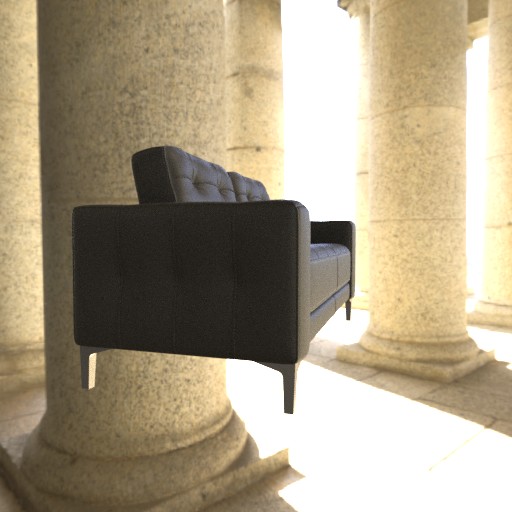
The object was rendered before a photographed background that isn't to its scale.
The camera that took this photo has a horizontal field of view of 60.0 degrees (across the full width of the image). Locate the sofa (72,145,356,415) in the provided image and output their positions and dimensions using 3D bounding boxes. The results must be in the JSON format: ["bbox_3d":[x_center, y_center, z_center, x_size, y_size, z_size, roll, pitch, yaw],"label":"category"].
[{"bbox_3d":[0.000,0.000,2.221,0.833,0.892,1.726,1,2,18],"label":"sofa"}]
